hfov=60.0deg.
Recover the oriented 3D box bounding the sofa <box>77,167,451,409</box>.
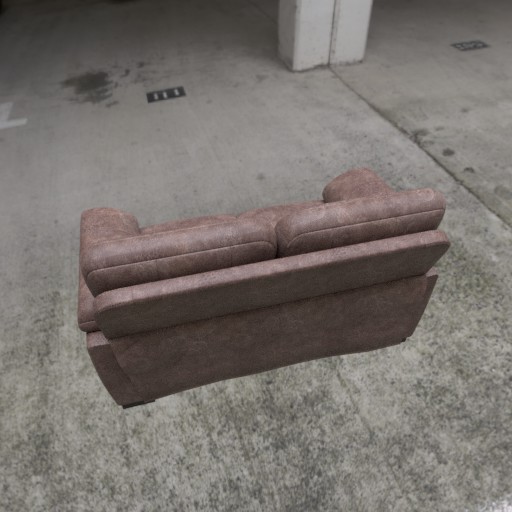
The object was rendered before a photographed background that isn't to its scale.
[{"bbox_3d":[0.000,0.000,2.345,1.753,0.991,0.991,-10,42,-12],"label":"sofa"}]
